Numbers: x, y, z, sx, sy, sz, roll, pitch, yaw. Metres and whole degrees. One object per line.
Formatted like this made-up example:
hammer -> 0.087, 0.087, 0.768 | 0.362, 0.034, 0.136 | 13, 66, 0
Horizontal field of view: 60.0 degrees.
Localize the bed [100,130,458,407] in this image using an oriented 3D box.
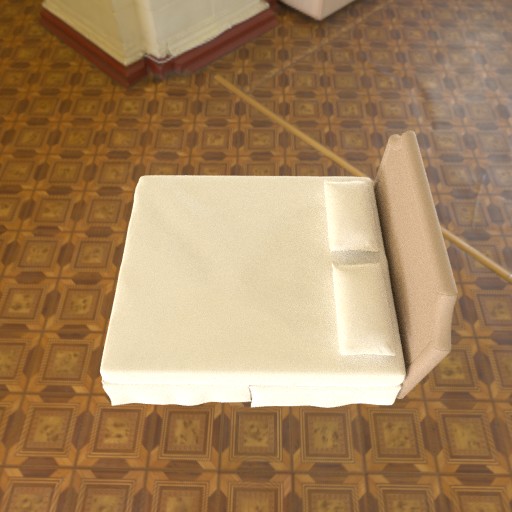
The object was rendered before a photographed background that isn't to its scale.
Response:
bed -> 0.000, 0.000, 4.109 | 2.773, 1.590, 2.350 | 0, 57, 0
